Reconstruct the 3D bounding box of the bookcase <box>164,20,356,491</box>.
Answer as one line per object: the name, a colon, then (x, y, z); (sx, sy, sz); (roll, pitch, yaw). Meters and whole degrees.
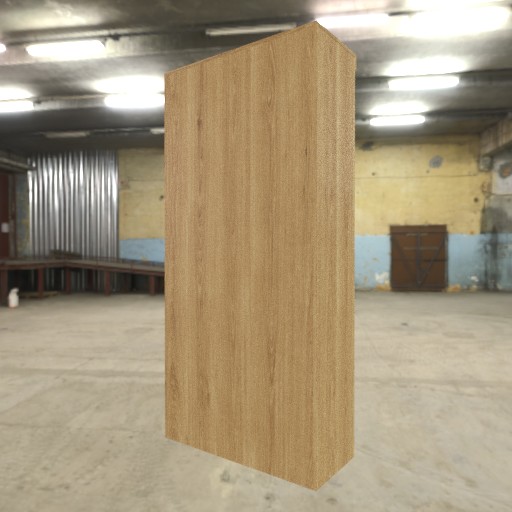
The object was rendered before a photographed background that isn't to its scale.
bookcase: (0.000, 0.000, 2.349); (0.950, 2.020, 0.420); (0, 1, 36)
